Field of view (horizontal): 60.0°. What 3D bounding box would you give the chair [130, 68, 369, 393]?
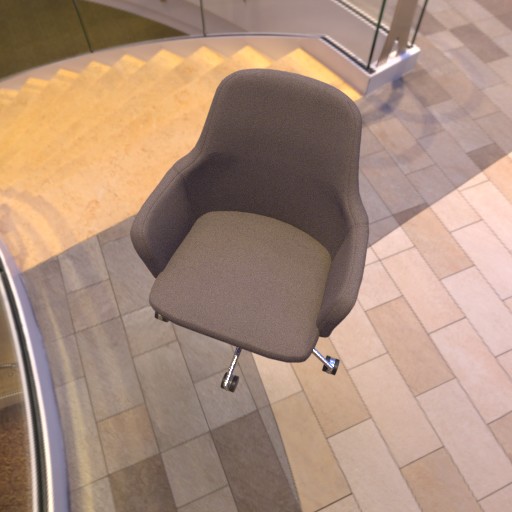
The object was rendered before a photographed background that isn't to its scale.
[{"bbox_3d":[0.000,0.000,1.260,0.655,0.820,0.600,18,61,11],"label":"chair"}]
